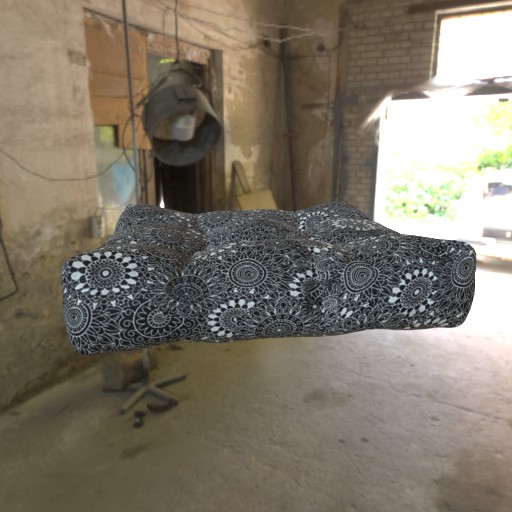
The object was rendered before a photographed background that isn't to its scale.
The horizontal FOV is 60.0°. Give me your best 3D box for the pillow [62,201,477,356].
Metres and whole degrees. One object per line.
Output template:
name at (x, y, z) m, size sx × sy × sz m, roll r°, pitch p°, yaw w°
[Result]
pillow at (0.000, 0.000, 0.720) m, size 0.490 × 0.128 × 0.468 m, roll -2°, pitch 15°, yaw -8°
